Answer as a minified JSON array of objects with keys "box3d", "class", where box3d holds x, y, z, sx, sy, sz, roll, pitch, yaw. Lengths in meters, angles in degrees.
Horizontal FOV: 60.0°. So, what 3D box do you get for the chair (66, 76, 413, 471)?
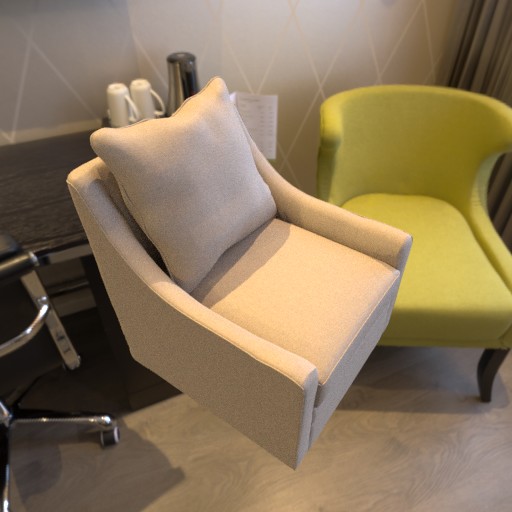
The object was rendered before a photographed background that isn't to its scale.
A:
[{"box3d":[0.000,0.000,1.553,0.876,0.942,0.760,25,47,26],"class":"chair"}]
